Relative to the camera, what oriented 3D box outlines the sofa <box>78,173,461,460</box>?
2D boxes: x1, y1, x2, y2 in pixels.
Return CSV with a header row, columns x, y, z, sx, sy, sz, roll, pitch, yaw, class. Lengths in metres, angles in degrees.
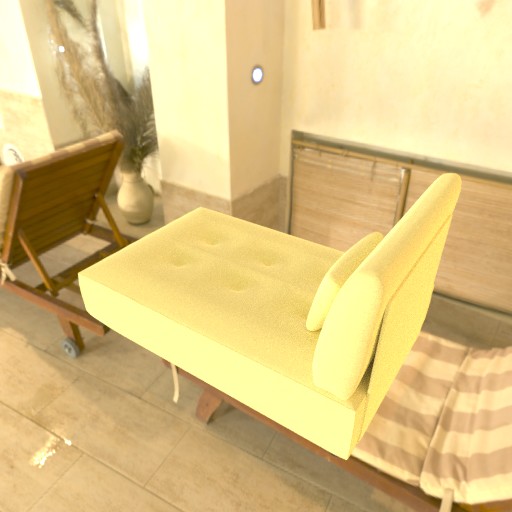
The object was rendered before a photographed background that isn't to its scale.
x,y,z,sx,sy,sz,roll,pitch,yaw,class
0.000,0.000,2.040,1.450,0.820,0.930,20,37,29,sofa
